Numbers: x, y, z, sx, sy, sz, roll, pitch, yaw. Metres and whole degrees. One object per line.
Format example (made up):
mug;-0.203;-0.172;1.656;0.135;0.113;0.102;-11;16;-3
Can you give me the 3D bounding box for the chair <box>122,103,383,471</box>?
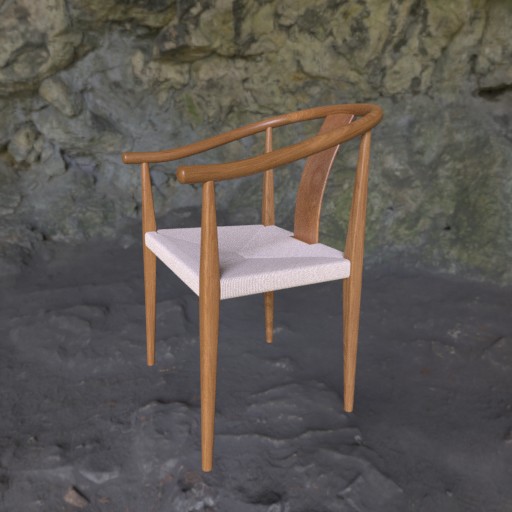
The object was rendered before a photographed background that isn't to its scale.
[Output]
chair;0.000;0.000;1.215;0.579;0.800;0.556;-8;18;-26
